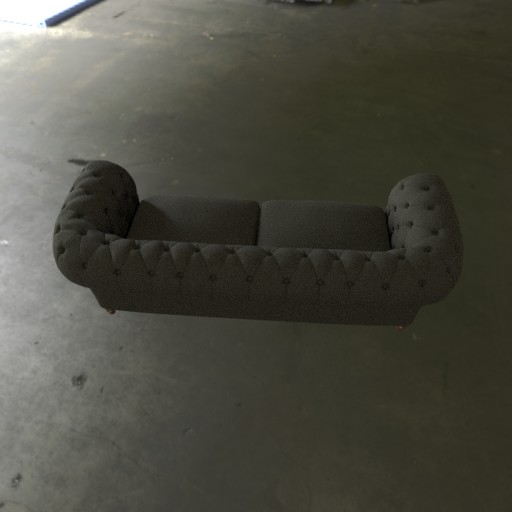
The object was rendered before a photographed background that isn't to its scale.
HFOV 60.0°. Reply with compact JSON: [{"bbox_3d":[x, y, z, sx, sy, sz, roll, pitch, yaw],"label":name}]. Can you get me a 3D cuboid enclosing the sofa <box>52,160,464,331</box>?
[{"bbox_3d":[0.000,0.000,2.766,2.362,0.762,0.991,3,46,3],"label":"sofa"}]
